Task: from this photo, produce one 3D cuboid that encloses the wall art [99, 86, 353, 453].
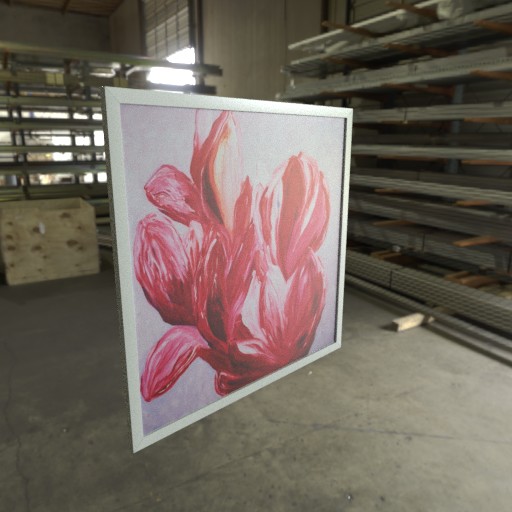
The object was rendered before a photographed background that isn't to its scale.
[{"bbox_3d":[0.000,0.000,1.208,0.805,0.803,0.022,-13,19,-42],"label":"wall art"}]
